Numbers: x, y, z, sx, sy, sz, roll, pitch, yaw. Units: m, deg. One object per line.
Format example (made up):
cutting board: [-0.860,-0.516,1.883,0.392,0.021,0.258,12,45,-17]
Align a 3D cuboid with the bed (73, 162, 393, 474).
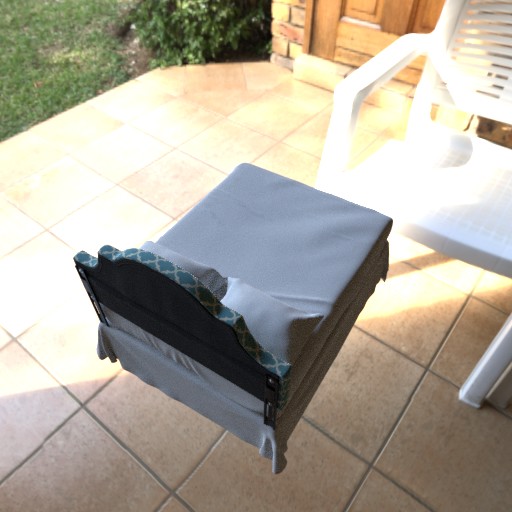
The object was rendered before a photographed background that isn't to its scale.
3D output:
bed: [0.000,0.000,3.439,1.780,1.633,2.222,25,52,21]
